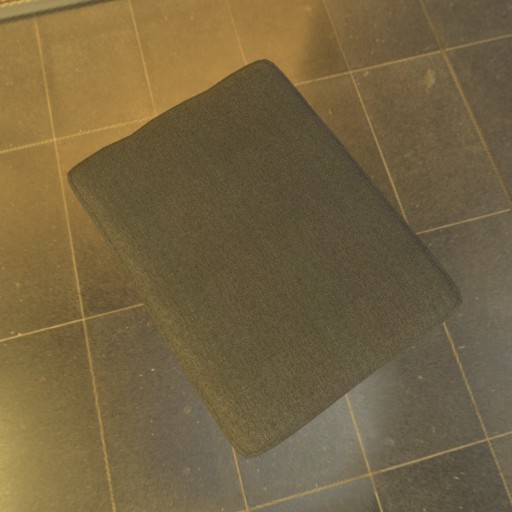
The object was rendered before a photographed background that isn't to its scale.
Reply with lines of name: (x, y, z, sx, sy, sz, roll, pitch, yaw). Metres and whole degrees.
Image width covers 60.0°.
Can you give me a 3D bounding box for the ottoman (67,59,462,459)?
ottoman: (0.000, 0.000, 1.230, 0.639, 0.496, 0.826, -33, 77, -9)
